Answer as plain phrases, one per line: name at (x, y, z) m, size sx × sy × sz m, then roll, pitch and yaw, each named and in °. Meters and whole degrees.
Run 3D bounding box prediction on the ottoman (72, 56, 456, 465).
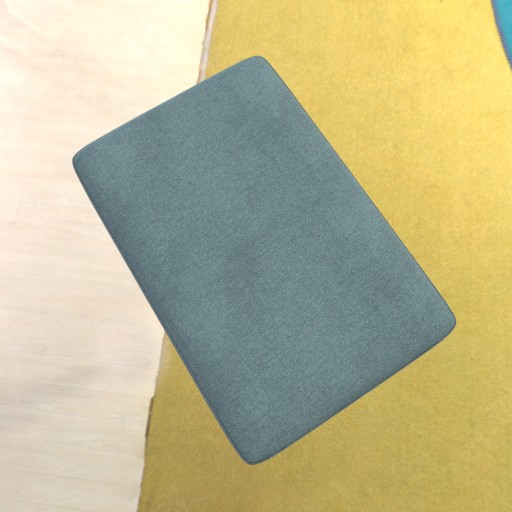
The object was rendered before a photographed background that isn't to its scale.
ottoman at (0.000, 0.000, 1.206) m, size 0.584 × 0.483 × 0.864 m, roll -32°, pitch 78°, yaw -7°
